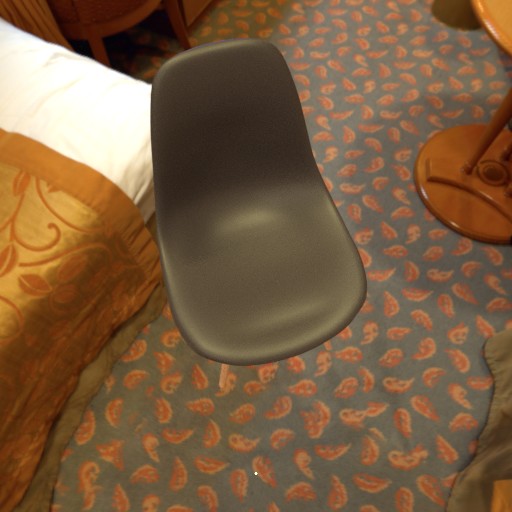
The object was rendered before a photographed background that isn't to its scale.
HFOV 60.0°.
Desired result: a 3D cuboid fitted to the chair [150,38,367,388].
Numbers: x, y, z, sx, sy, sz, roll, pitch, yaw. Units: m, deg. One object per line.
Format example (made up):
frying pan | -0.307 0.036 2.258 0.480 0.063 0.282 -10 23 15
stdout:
chair | 0.000 0.000 1.107 0.470 0.825 0.533 -17 65 -8
